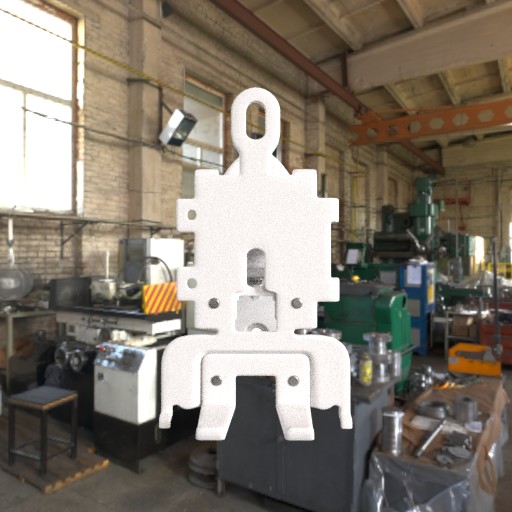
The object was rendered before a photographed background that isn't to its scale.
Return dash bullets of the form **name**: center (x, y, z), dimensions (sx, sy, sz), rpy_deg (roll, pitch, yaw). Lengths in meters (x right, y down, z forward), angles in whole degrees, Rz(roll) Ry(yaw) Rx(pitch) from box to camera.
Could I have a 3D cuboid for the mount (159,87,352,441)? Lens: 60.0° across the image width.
- **mount**: center (0.000, 0.000, 0.178), dimensions (0.066, 0.118, 0.100), rpy_deg (0, 0, 0)
